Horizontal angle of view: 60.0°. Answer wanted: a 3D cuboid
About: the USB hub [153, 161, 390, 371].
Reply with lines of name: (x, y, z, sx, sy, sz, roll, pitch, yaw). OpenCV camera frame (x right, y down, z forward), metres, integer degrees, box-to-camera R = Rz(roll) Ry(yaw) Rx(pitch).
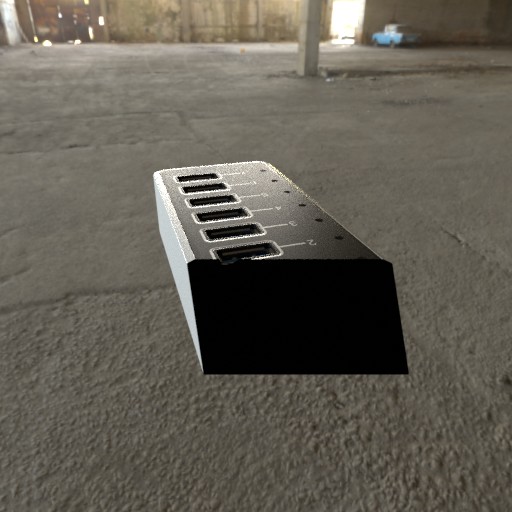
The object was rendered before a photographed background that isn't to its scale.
USB hub: (0.000, 0.000, 0.126, 0.044, 0.023, 0.110, -9, 29, -16)
